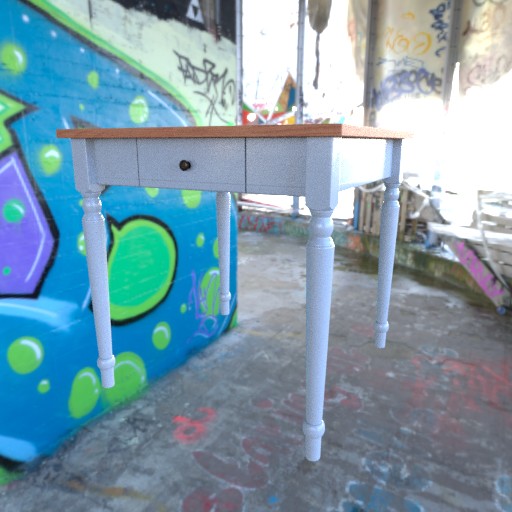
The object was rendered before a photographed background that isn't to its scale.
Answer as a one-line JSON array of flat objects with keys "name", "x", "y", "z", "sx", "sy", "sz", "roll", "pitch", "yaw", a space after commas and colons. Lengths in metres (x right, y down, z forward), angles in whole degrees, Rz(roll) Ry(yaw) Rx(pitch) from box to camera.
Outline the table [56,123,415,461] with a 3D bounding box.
[{"name": "table", "x": 0.000, "y": 0.000, "z": 1.357, "sx": 0.747, "sy": 0.738, "sz": 0.747, "roll": 8, "pitch": 16, "yaw": 28}]
